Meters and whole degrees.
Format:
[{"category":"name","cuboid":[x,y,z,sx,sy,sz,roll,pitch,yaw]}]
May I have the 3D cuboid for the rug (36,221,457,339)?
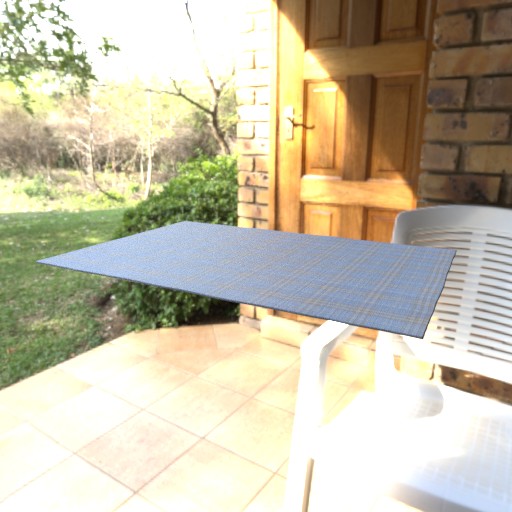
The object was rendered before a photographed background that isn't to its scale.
[{"category":"rug","cuboid":[0.000,0.000,2.308,1.835,0.012,1.231,8,17,27]}]
